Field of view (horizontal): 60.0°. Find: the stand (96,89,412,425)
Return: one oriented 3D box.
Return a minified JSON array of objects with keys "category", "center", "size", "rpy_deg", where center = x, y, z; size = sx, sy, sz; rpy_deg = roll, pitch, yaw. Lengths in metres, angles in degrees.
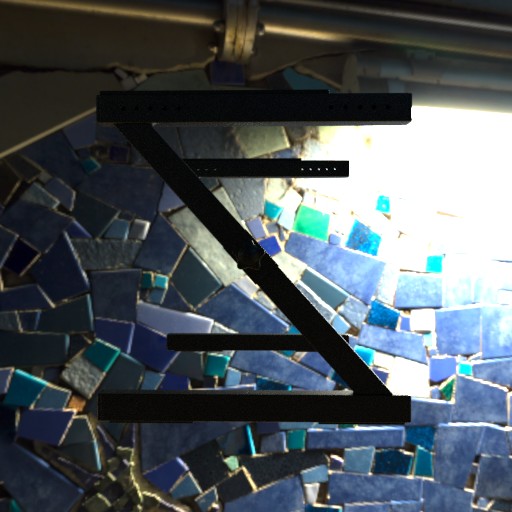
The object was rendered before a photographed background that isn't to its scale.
[{"category":"stand","center":[0.000,0.000,1.129],"size":[0.586,0.617,0.700],"rpy_deg":[0,1,1]}]
